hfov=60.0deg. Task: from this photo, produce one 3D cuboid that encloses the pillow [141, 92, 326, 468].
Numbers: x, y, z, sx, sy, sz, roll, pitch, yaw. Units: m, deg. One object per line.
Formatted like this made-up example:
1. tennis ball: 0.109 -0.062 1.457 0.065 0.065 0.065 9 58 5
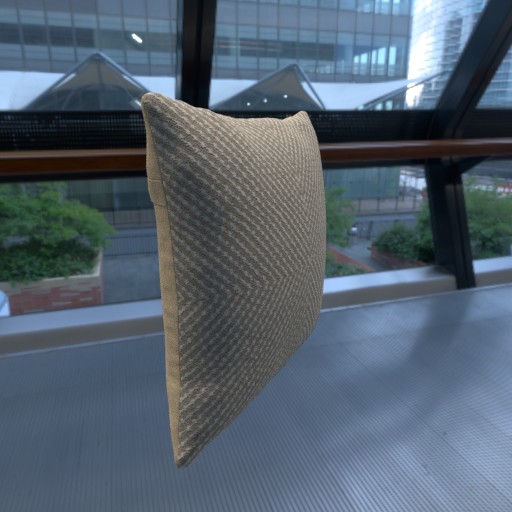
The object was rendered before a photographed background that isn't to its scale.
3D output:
1. pillow: 0.000 0.000 0.704 0.181 0.458 0.459 8 17 26
